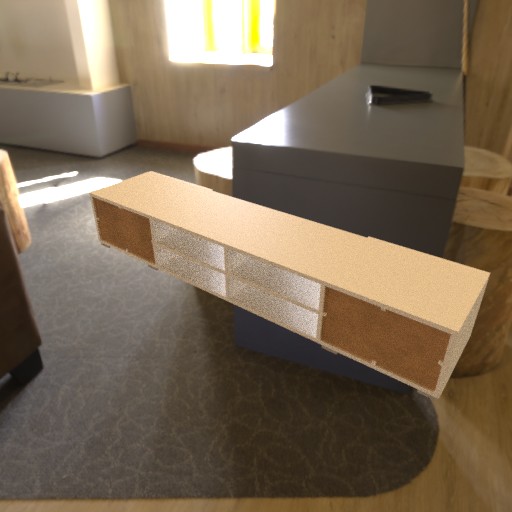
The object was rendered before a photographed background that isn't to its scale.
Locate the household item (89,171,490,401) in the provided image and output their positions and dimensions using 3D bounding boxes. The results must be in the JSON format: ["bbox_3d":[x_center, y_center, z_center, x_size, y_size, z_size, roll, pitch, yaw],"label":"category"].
[{"bbox_3d":[0.000,0.000,2.047,1.850,0.310,0.420,21,36,31],"label":"household item"}]
